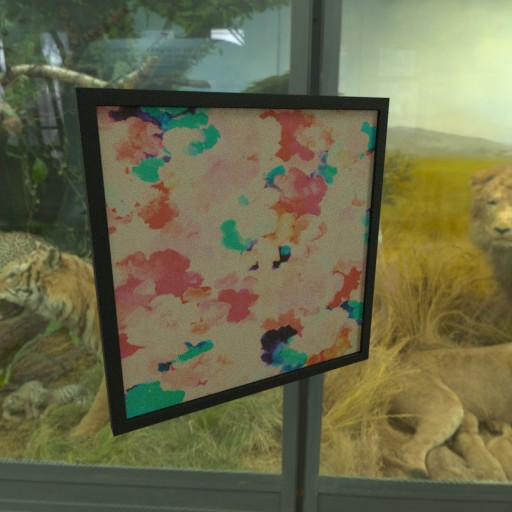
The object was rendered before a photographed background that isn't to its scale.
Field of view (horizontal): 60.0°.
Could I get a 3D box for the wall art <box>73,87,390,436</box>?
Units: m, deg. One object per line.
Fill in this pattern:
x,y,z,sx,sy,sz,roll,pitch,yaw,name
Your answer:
0.000,0.000,0.442,0.306,0.304,0.015,-9,19,-26,wall art
